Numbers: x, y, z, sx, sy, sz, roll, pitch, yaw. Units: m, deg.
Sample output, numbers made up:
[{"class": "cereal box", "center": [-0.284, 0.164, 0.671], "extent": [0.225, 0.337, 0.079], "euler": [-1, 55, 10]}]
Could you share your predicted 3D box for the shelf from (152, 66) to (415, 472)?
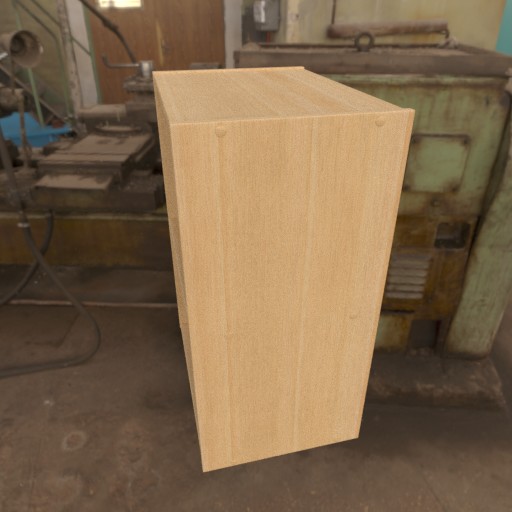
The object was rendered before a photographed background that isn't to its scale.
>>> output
[{"class": "shelf", "center": [0.000, 0.000, 0.819], "extent": [0.290, 0.592, 0.414], "euler": [-7, 31, -12]}]
